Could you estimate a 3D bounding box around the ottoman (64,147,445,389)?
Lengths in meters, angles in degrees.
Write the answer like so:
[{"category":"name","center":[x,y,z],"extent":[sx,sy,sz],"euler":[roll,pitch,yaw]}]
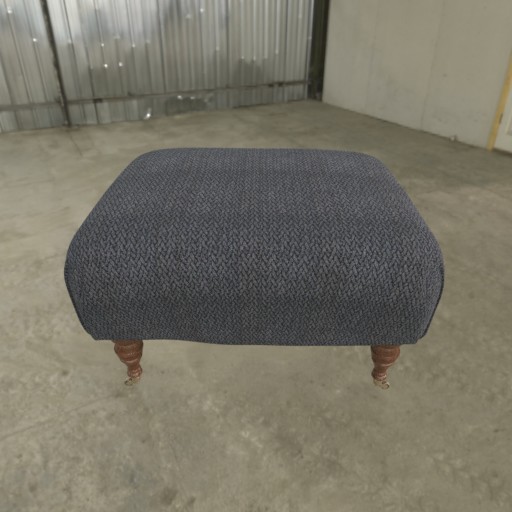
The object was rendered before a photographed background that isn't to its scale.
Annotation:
[{"category":"ottoman","center":[0.000,0.000,1.127],"extent":[0.747,0.450,0.622],"euler":[0,31,1]}]
